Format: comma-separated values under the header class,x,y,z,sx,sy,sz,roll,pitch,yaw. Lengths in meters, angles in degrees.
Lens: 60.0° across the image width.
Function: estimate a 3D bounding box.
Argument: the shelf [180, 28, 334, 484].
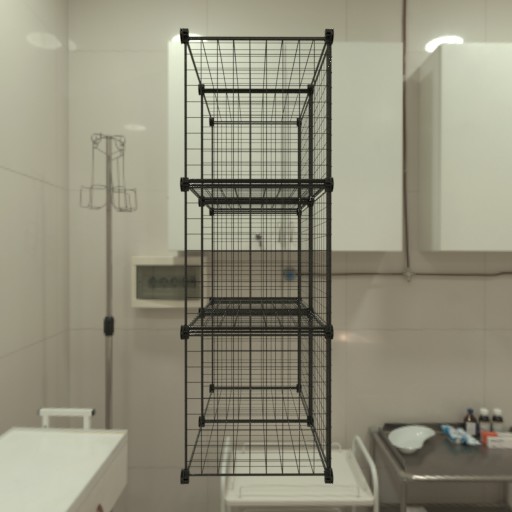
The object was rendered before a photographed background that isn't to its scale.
class,x,y,z,sx,sy,sz,roll,pitch,yaw
shelf,0.000,0.000,1.379,0.356,1.067,0.711,0,0,0
